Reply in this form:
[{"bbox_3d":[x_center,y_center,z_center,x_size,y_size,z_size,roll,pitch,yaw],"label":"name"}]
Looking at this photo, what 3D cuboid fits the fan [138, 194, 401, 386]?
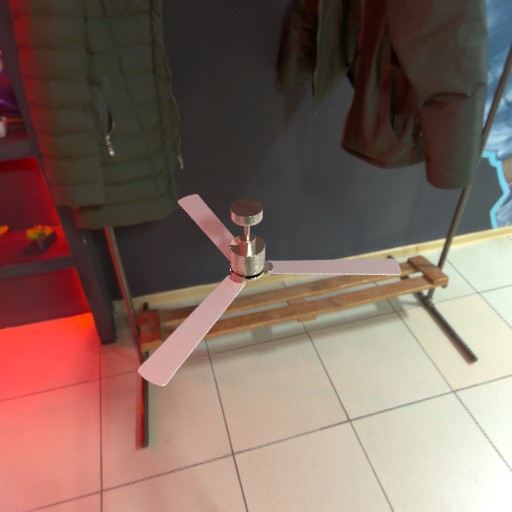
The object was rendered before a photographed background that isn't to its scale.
[{"bbox_3d":[0.000,0.000,2.386,1.561,0.446,1.531,11,41,13],"label":"fan"}]
